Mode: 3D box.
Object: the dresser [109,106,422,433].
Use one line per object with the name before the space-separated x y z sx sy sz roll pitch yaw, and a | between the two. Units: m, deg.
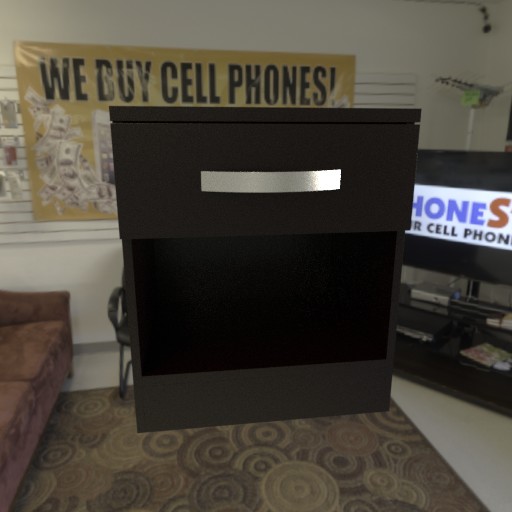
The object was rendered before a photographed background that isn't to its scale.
dresser | 0.000 0.000 0.766 0.400 0.470 0.360 -2 15 -8
